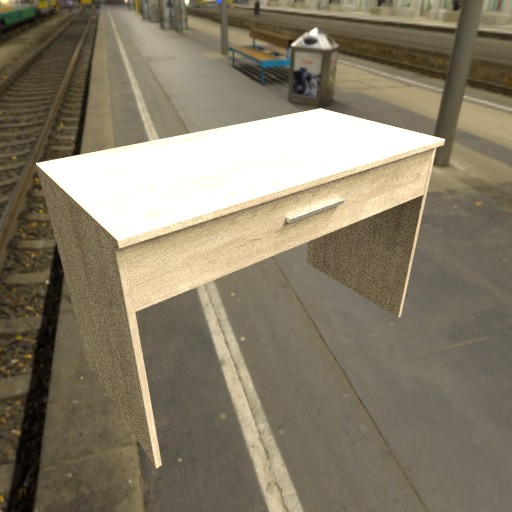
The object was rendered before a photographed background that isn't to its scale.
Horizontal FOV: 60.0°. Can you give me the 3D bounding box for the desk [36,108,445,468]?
[{"bbox_3d":[0.000,0.000,1.505,1.100,0.730,0.560,-22,37,-32],"label":"desk"}]
